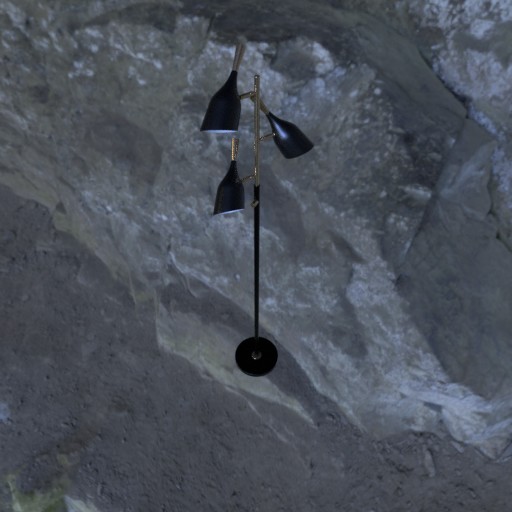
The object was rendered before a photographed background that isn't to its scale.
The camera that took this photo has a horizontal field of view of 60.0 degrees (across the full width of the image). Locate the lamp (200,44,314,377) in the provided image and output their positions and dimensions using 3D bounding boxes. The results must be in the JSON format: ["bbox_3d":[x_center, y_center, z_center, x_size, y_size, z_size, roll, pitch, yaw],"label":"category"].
[{"bbox_3d":[0.000,0.000,1.948,0.434,1.778,0.253,-25,53,-21],"label":"lamp"}]
